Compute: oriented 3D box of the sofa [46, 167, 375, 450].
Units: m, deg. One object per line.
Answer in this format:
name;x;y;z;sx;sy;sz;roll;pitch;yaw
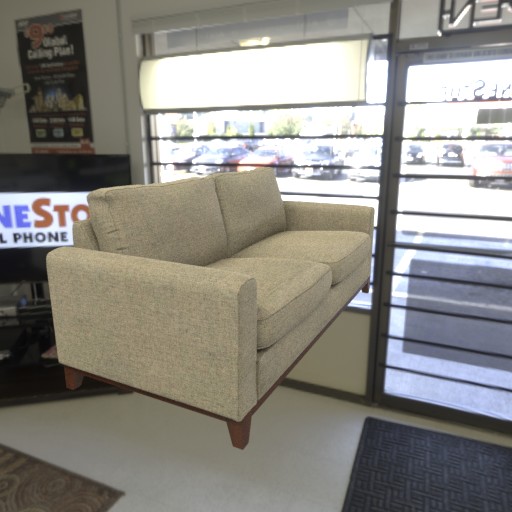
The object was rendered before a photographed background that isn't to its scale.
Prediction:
sofa;0.000;0.000;2.507;0.969;0.892;1.978;7;17;26
